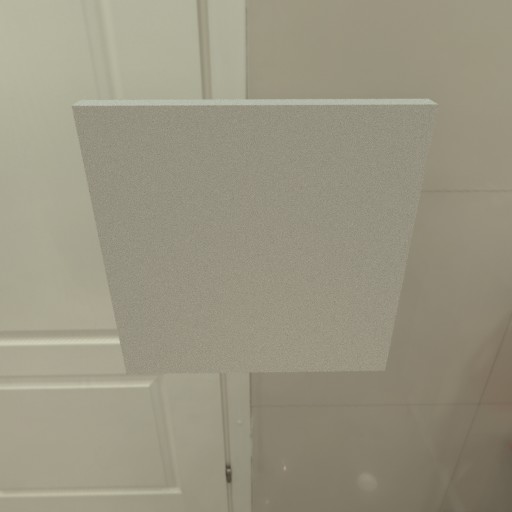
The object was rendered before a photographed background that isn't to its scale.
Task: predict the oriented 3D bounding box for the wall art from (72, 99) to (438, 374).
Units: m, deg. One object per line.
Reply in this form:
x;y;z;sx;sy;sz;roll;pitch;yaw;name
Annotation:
0.000;0.000;0.530;0.355;0.355;0.027;-1;31;-1;wall art
